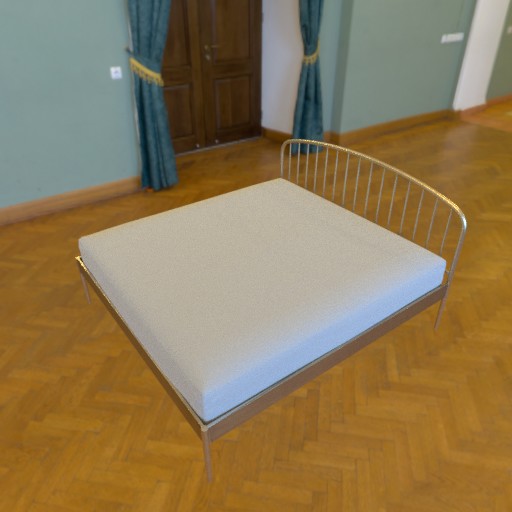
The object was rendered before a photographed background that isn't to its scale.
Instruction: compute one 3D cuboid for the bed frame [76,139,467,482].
[{"bbox_3d":[0.000,0.000,3.378,2.152,1.174,2.016,-22,39,-30],"label":"bed frame"}]
